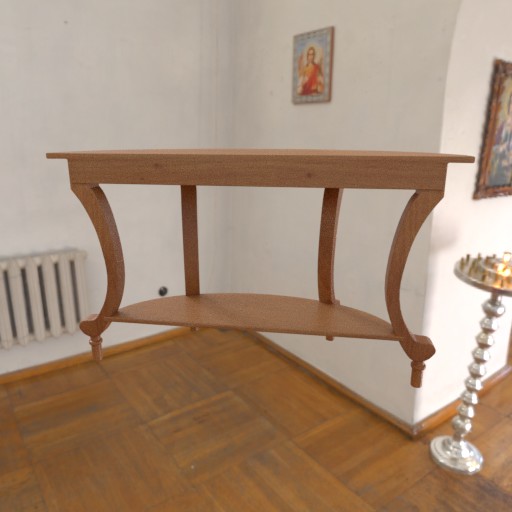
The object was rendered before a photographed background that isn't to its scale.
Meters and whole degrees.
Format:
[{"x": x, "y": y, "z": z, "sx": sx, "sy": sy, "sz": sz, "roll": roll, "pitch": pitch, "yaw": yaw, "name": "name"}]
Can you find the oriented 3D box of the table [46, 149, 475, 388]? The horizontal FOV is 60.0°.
[{"x": 0.000, "y": 0.000, "z": 1.504, "sx": 1.198, "sy": 0.692, "sz": 0.394, "roll": 2, "pitch": 16, "yaw": 9, "name": "table"}]
